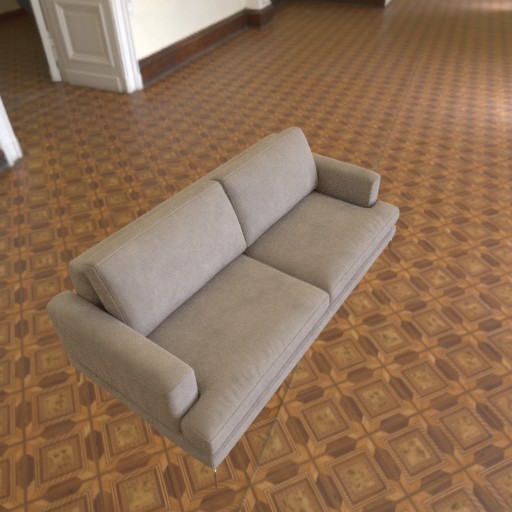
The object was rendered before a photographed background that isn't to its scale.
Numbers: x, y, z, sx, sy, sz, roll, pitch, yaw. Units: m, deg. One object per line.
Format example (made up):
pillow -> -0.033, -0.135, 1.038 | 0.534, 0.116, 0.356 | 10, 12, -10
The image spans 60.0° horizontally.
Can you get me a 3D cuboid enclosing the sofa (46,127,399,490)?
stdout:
sofa -> 0.000, 0.000, 2.502 | 0.980, 0.830, 2.013 | 24, 46, 26
